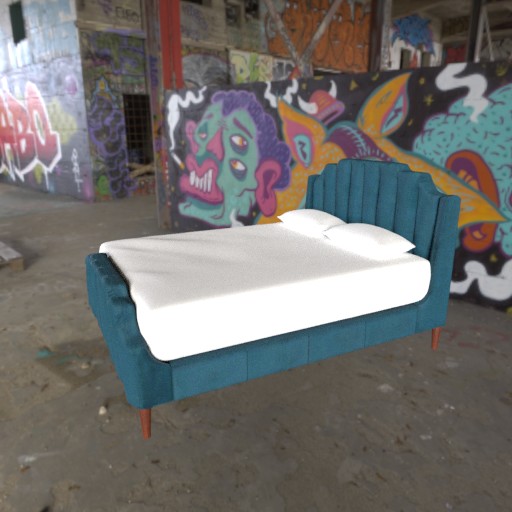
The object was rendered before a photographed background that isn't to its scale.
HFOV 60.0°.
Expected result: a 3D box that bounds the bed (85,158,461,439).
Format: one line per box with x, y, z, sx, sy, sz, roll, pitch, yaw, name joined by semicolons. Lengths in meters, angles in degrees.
0.000;0.000;3.358;2.322;1.351;1.676;-8;18;-26;bed
